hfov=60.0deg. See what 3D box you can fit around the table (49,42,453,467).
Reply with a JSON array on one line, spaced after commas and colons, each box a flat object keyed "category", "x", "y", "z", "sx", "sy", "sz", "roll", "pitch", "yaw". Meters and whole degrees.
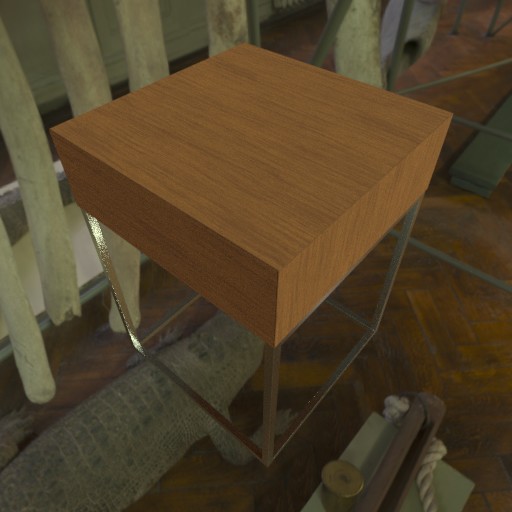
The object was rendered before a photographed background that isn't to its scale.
[{"category": "table", "x": 0.000, "y": 0.000, "z": 0.808, "sx": 0.397, "sy": 0.540, "sz": 0.398, "roll": 32, "pitch": 54, "yaw": 27}]
